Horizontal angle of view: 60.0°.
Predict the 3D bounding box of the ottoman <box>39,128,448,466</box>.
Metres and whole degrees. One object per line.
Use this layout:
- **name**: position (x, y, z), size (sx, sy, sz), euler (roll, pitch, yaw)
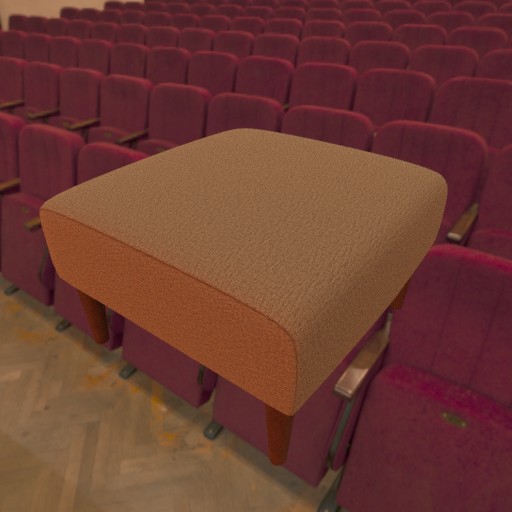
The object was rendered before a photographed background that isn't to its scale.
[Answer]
- **ottoman**: position (0.000, 0.000, 1.022), size (0.649, 0.398, 0.650), euler (22, 38, 31)
